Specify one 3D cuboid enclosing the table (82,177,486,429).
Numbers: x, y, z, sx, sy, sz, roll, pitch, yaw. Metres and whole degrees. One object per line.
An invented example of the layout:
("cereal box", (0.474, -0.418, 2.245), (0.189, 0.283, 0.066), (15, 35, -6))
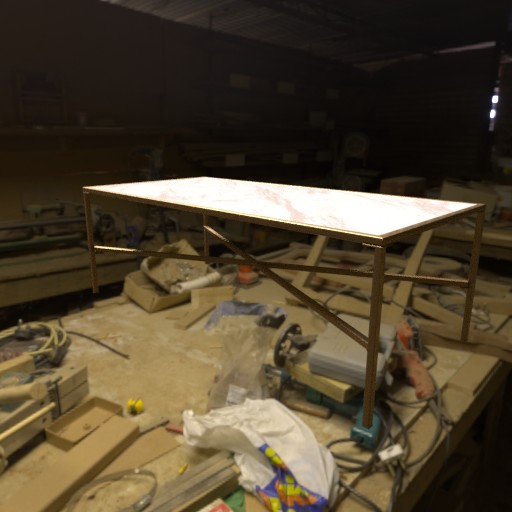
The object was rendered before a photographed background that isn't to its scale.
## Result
("table", (0.000, 0.000, 1.464), (1.197, 0.405, 0.577), (14, 21, 42))
